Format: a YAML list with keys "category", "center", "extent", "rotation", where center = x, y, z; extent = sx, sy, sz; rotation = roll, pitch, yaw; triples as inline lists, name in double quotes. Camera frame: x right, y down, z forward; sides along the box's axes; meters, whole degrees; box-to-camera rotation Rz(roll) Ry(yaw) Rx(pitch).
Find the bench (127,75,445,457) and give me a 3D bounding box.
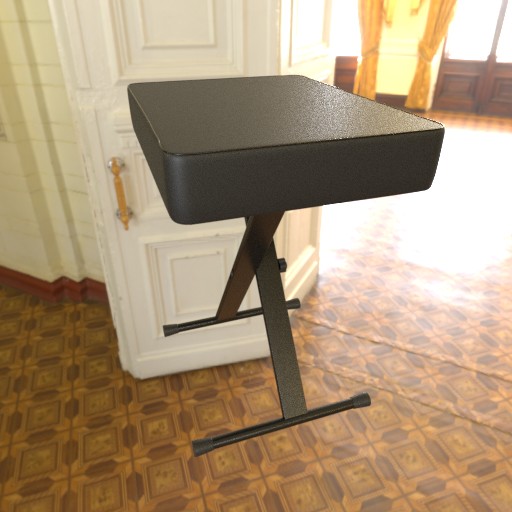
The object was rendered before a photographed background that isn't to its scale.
- category: "bench"
  center: [0.000, 0.000, 0.743]
  extent: [0.321, 0.500, 0.424]
  rotation: [-10, 32, -16]
